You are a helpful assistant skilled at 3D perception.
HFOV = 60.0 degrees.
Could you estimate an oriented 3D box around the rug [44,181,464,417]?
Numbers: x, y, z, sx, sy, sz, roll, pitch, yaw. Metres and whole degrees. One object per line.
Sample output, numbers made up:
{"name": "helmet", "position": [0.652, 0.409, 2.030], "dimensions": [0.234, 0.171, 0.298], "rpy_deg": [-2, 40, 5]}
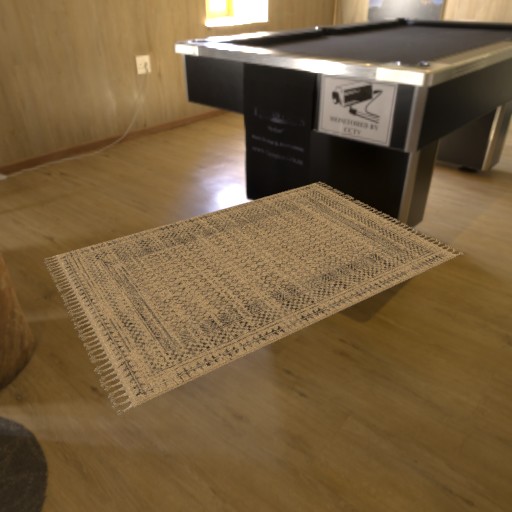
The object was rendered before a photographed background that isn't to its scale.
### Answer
{"name": "rug", "position": [0.000, 0.000, 3.053], "dimensions": [2.486, 0.013, 1.548], "rpy_deg": [-19, 37, -28]}
